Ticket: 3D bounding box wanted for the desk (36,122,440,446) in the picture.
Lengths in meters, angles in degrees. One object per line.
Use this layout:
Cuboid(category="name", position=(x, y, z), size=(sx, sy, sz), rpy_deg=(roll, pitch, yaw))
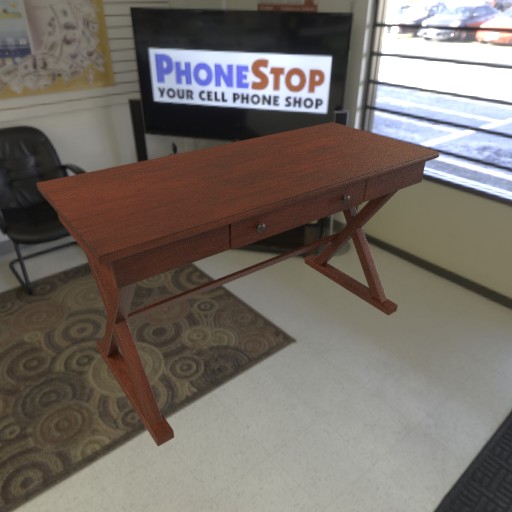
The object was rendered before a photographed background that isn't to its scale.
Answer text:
Cuboid(category="desk", position=(0.000, 0.000, 1.806), size=(1.372, 0.761, 0.600), rpy_deg=(-21, 36, -31))
